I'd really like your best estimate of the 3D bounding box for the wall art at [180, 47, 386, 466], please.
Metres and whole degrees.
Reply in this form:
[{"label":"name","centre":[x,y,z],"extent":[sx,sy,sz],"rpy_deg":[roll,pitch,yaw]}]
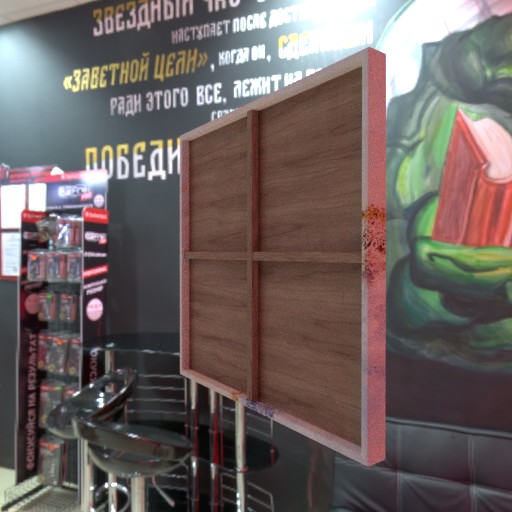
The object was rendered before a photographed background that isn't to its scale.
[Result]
[{"label":"wall art","centre":[0.000,0.000,1.566],"extent":[0.071,1.061,1.061],"rpy_deg":[0,1,-36]}]
